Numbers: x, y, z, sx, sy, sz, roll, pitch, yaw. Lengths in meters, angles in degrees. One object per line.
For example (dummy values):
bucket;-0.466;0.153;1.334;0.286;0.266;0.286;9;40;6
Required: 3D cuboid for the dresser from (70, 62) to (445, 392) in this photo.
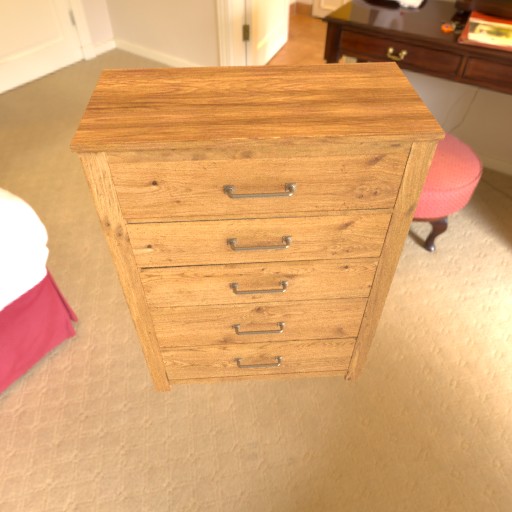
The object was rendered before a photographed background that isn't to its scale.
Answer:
dresser;0.000;0.000;1.940;1.081;1.431;0.558;-2;45;-2
